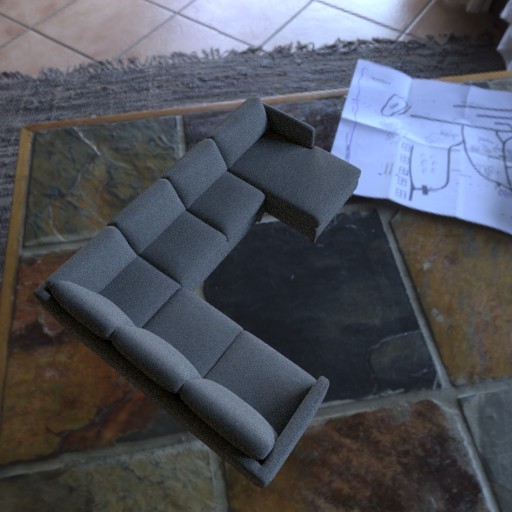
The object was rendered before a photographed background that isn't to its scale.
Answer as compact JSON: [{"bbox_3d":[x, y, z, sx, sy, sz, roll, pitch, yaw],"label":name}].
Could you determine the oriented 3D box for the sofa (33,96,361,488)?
[{"bbox_3d":[0.000,0.000,4.371,2.551,0.853,3.238,32,64,18],"label":"sofa"}]
